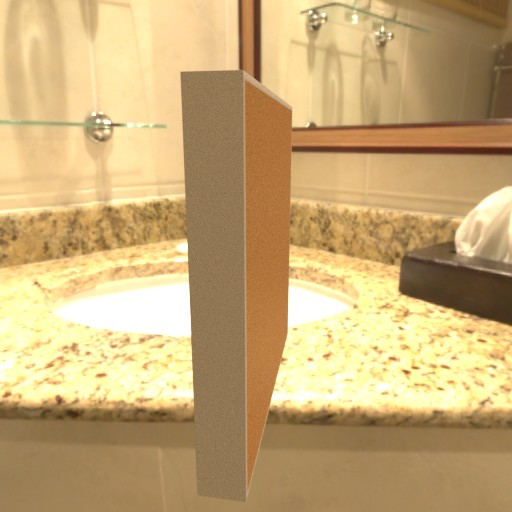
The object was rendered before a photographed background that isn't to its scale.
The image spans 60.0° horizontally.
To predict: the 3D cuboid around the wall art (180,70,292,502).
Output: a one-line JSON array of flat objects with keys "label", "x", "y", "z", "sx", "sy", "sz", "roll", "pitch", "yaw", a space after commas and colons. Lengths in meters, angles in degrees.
[{"label": "wall art", "x": 0.000, "y": 0.000, "z": 0.445, "sx": 0.038, "sy": 0.304, "sz": 0.305, "roll": 3, "pitch": 15, "yaw": 10}]
